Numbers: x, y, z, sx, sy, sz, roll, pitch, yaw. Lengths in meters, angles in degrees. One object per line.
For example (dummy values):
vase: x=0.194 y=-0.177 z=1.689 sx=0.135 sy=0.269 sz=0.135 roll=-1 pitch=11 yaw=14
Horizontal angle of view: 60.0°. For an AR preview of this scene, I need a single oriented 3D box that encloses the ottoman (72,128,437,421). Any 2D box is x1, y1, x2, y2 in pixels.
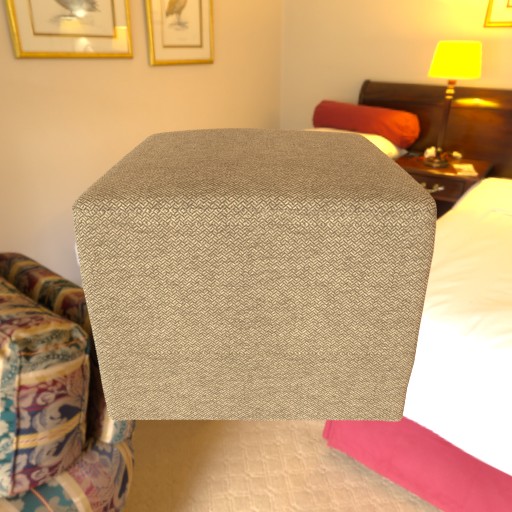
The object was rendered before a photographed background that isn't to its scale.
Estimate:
ottoman: x=0.000 y=0.000 z=0.899 sx=0.512 sy=0.453 sz=0.519 roll=0 pitch=26 yaw=0
